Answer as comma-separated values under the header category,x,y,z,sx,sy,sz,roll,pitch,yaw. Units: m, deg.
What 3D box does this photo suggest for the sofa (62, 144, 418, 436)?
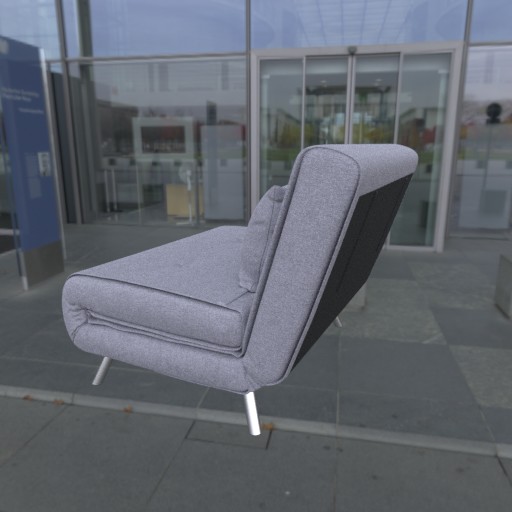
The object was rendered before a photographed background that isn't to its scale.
category,x,y,z,sx,sy,sz,roll,pitch,yaw
sofa,0.000,0.000,1.686,1.000,0.825,1.020,7,16,25
